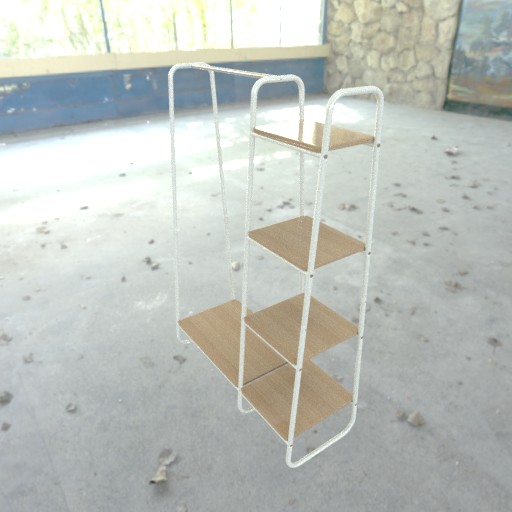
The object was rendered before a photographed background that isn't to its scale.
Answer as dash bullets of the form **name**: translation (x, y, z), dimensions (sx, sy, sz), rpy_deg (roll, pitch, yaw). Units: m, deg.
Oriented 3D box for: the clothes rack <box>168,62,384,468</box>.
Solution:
- **clothes rack**: translation (0.000, 0.000, 1.951), dimensions (0.400, 1.500, 1.011), rpy_deg (-18, 33, -31)
